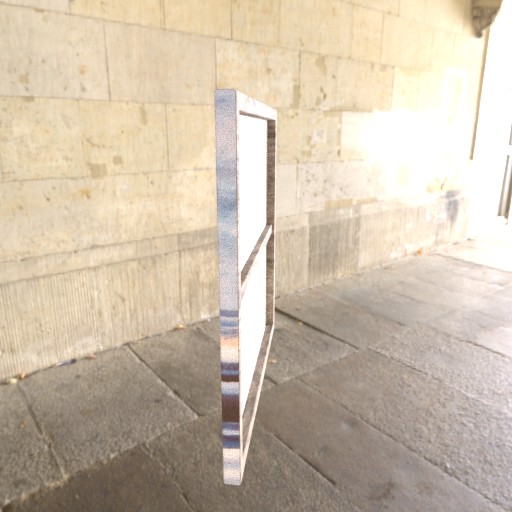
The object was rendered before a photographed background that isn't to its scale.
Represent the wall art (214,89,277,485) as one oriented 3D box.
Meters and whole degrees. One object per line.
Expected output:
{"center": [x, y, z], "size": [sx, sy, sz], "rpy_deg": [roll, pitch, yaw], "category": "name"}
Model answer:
{"center": [0.000, 0.000, 1.144], "size": [0.035, 0.747, 0.747], "rpy_deg": [2, 16, 7], "category": "wall art"}
